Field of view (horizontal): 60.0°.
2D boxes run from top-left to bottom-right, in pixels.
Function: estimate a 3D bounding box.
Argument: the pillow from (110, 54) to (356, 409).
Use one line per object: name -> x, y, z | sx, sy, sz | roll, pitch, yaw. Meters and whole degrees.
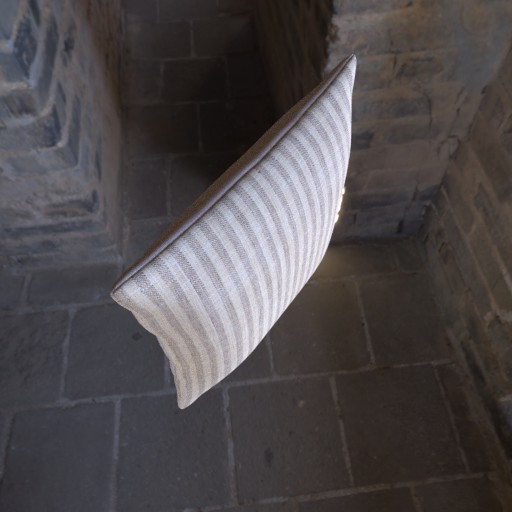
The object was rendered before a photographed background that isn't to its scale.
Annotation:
pillow -> 0.000, 0.000, 0.795 | 0.166, 0.510, 0.523 | 33, 64, 18
